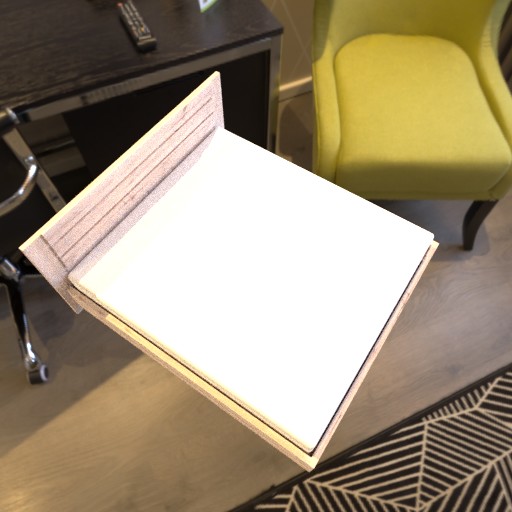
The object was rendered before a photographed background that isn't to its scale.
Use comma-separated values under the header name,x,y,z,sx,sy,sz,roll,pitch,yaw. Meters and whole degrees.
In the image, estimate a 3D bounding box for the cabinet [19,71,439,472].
name,x,y,z,sx,sy,sz,roll,pitch,yaw
cabinet,0.000,0.000,3.146,2.080,0.970,1.950,30,64,17
